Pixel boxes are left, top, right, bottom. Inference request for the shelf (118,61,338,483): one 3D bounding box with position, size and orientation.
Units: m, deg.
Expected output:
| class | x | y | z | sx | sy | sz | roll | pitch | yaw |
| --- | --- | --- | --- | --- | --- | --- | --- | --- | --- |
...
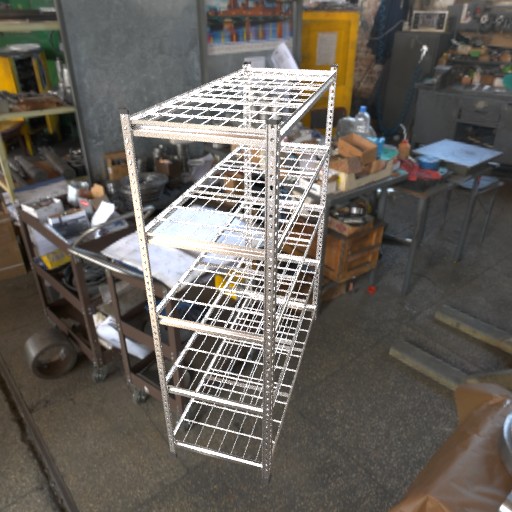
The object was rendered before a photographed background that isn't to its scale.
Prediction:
| class | x | y | z | sx | sy | sz | roll | pitch | yaw |
| --- | --- | --- | --- | --- | --- | --- | --- | --- | --- |
| shelf | 0.000 | 0.000 | 2.671 | 0.610 | 1.981 | 1.524 | 8 | 31 | 14 |
